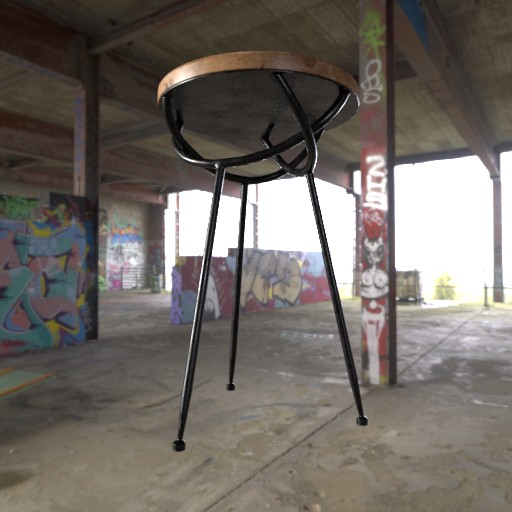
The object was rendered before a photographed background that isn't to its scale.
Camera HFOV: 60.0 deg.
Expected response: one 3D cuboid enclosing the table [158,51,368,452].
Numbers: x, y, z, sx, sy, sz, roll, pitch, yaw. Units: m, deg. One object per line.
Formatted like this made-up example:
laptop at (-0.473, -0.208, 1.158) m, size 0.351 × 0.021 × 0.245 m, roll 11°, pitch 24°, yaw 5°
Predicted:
table at (0.000, 0.000, 0.918) m, size 0.418 × 0.664 × 0.414 m, roll 1°, pitch -1°, yaw -36°
